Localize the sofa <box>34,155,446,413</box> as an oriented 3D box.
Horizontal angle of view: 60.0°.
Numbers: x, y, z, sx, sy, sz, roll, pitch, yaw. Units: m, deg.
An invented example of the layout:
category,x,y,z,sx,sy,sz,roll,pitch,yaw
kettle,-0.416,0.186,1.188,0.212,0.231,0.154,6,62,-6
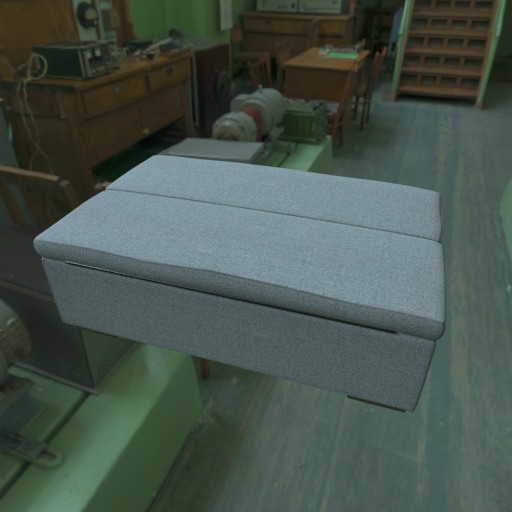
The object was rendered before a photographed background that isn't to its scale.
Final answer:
category,x,y,z,sx,sy,sz,roll,pitch,yaw
sofa,0.000,0.000,1.652,1.250,0.434,0.817,10,35,15
